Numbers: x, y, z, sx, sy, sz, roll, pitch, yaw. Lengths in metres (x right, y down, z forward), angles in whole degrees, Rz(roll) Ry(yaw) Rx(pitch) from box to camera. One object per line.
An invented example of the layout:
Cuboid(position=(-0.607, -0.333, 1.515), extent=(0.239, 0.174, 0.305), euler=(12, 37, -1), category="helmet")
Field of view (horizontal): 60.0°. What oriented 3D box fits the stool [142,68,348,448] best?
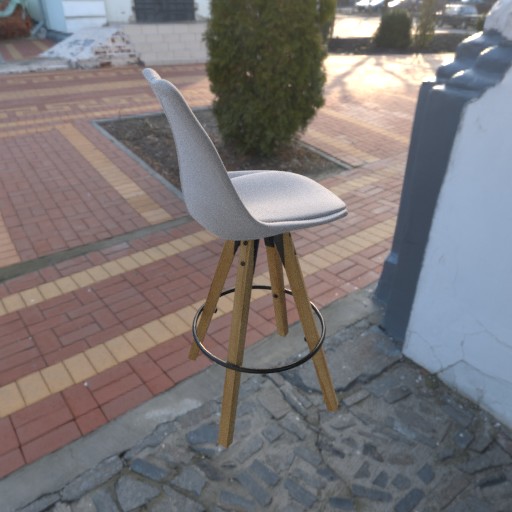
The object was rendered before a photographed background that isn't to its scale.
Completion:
Cuboid(position=(0.000, 0.000, 1.419), extent=(0.550, 1.115, 0.484), euler=(-11, 32, -18), category="stool")
